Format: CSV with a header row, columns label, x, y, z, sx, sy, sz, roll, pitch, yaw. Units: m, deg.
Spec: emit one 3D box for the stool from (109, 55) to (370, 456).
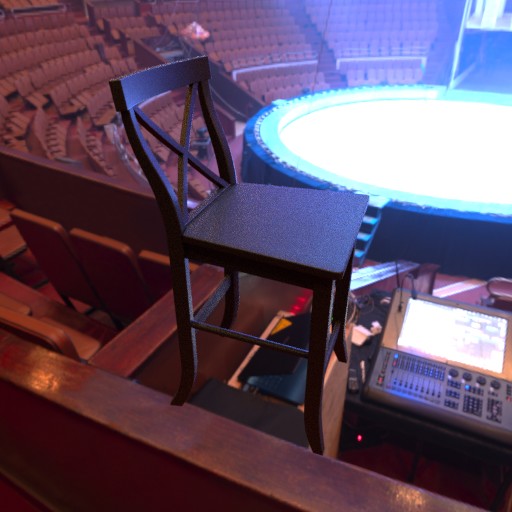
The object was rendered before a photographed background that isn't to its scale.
label,x,y,z,sx,sy,sz,roll,pitch,yaw
stool,0.000,0.000,1.268,0.559,0.989,0.452,11,32,17
